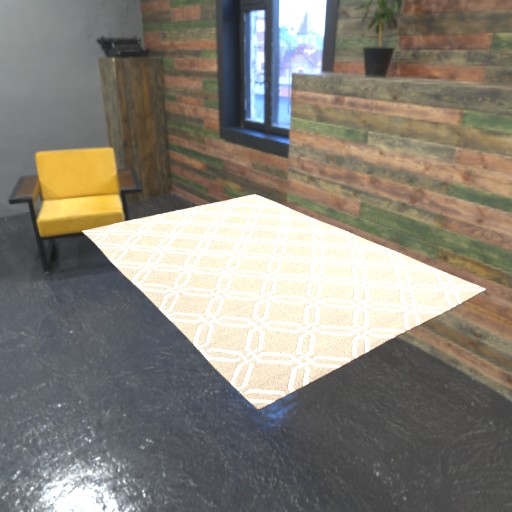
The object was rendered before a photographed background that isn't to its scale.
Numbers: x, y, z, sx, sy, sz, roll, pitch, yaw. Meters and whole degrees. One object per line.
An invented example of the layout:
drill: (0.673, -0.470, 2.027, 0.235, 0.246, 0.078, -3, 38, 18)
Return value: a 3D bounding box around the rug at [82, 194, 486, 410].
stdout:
rug: (0.000, 0.000, 2.754, 1.524, 0.013, 2.135, -17, 30, -32)
